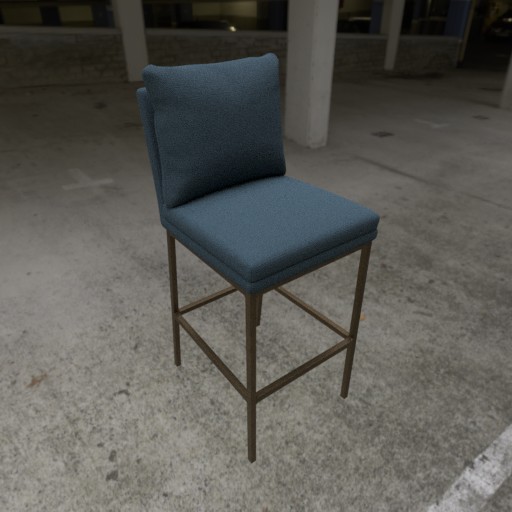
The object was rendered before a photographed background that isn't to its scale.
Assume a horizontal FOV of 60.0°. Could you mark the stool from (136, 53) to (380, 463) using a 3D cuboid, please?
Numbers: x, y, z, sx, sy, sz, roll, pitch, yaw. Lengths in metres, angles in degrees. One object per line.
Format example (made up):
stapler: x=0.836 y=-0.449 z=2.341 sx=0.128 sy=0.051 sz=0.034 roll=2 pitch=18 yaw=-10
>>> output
stool: x=0.000 y=0.000 z=1.413 sx=0.463 sy=1.124 sz=0.568 roll=-22 pitch=38 yaw=-31
